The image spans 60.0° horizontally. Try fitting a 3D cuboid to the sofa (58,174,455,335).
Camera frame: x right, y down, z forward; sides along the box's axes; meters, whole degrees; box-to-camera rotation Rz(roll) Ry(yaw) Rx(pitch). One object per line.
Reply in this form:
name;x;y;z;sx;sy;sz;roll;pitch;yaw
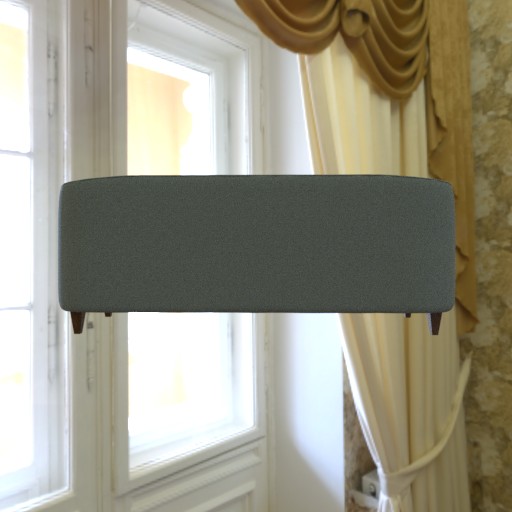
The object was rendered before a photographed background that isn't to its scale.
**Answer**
sofa;0.000;0.000;2.770;2.278;0.855;0.941;0;0;1
